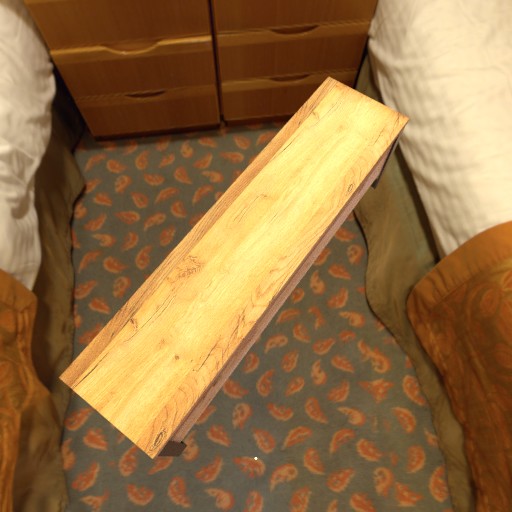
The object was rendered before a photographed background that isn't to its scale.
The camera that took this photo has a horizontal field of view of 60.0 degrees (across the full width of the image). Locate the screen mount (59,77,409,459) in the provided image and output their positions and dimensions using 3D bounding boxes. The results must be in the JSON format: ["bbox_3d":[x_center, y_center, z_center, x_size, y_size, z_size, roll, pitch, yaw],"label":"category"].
[{"bbox_3d":[0.000,0.000,1.757,0.395,0.450,1.524,34,70,14],"label":"screen mount"}]
